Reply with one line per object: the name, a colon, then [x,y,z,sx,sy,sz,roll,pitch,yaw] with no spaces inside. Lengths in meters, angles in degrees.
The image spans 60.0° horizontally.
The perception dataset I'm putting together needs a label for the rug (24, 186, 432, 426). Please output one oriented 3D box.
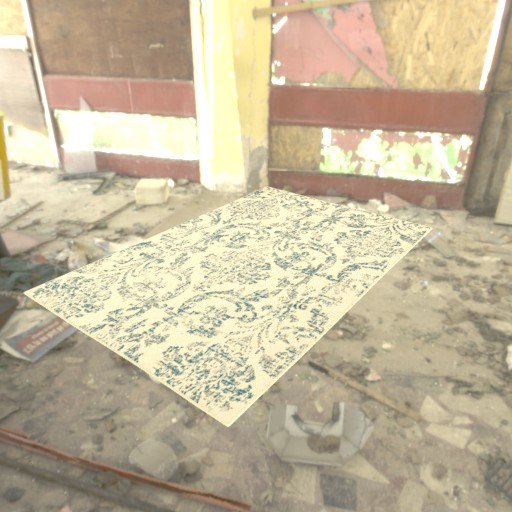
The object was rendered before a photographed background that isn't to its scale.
rug: [0.000,0.000,2.292,1.213,0.012,1.831,20,34,33]
